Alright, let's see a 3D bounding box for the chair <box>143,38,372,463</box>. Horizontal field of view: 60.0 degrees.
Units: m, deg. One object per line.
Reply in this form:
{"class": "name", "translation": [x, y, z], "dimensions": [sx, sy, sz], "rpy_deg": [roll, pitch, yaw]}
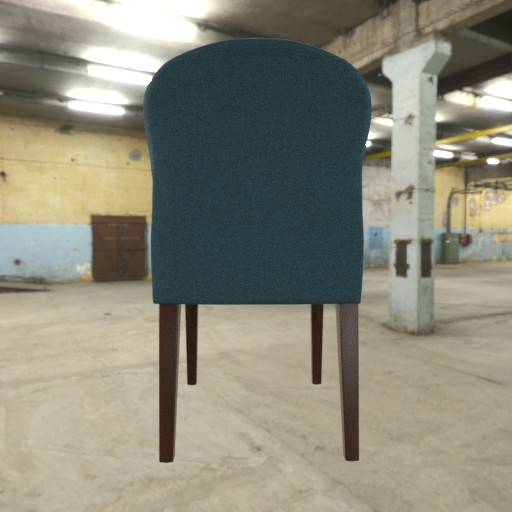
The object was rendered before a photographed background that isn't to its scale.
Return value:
{"class": "chair", "translation": [0.000, 0.000, 1.191], "dimensions": [0.507, 0.879, 0.620], "rpy_deg": [0, 2, -1]}
